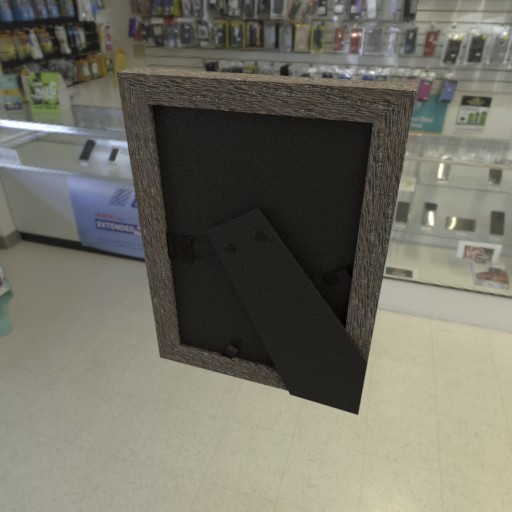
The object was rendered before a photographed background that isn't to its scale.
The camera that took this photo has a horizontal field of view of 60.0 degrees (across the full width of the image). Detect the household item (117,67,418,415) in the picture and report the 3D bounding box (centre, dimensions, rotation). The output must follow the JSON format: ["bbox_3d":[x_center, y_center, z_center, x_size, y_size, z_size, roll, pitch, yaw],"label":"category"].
[{"bbox_3d":[0.000,0.000,0.239,0.133,0.180,0.020,10,33,16],"label":"household item"}]
